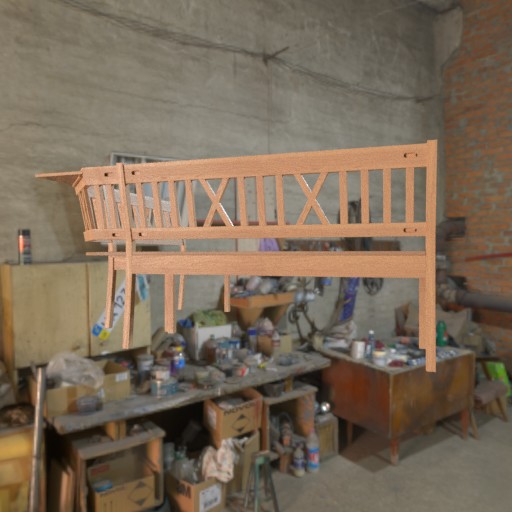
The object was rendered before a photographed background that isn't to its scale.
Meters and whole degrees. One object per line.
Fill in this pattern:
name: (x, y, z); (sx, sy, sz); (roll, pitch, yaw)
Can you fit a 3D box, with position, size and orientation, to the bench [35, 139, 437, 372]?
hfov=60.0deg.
bench: (0.000, 0.000, 2.713); (1.937, 0.902, 1.537); (0, 0, 18)
